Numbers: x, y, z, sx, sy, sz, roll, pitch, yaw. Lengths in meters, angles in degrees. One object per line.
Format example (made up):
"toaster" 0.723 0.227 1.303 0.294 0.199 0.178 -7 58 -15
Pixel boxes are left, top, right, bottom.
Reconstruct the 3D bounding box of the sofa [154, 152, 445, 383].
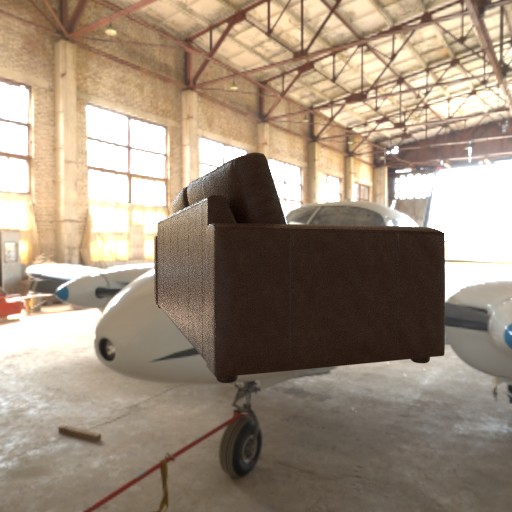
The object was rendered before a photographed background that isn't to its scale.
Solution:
"sofa" 0.000 0.000 2.708 1.016 0.873 2.179 0 1 -18
